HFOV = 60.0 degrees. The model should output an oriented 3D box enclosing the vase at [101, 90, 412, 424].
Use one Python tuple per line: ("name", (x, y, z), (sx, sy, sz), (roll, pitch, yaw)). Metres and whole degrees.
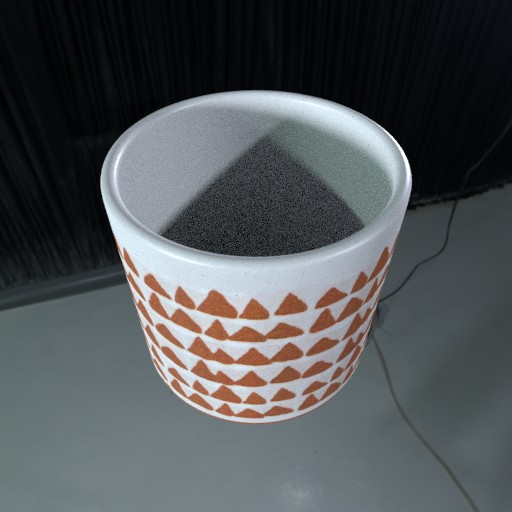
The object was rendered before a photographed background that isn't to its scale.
("vase", (0.000, 0.000, 0.243), (0.137, 0.127, 0.137), (0, 45, 0))
